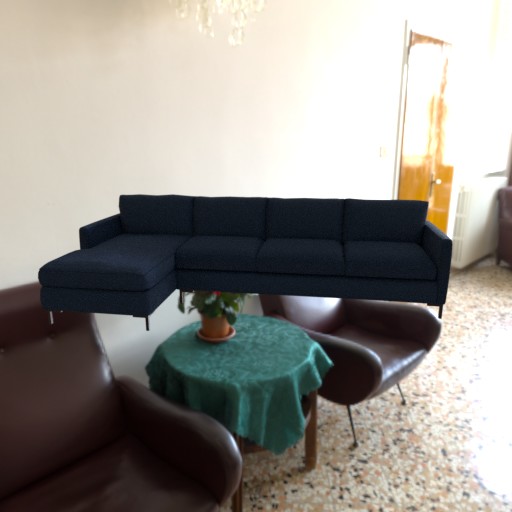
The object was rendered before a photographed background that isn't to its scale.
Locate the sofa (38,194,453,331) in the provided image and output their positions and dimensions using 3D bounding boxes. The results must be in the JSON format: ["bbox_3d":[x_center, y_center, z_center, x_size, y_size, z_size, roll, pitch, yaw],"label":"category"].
[{"bbox_3d":[0.000,0.000,2.937,2.450,0.679,1.128,2,15,9],"label":"sofa"}]
